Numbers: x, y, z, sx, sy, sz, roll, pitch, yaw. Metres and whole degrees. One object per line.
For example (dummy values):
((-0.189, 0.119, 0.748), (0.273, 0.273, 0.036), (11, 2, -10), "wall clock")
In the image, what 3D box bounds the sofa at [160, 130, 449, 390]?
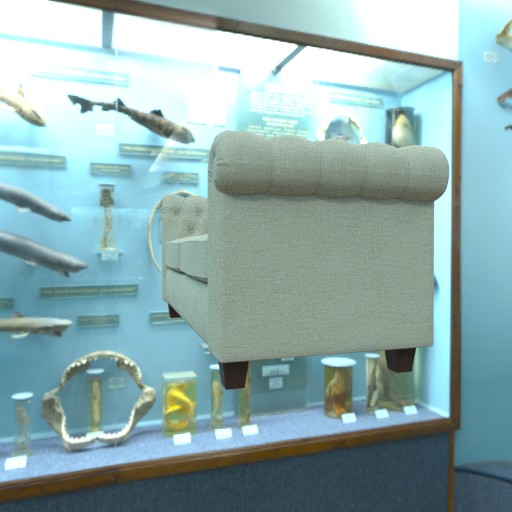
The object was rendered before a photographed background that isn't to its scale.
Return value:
((0.000, 0.000, 2.189), (0.783, 0.797, 1.798), (0, 1, -17), "sofa")
